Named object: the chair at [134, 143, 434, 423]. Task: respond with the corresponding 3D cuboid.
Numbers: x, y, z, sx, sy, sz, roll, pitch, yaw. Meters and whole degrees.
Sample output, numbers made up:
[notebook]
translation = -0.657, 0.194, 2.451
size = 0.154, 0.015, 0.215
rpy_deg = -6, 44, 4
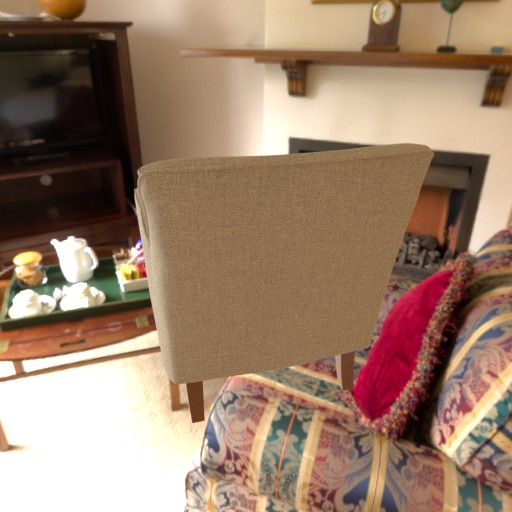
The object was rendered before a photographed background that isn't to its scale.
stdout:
[chair]
translation = 0.000, 0.000, 1.796
size = 0.887, 1.047, 0.993
rpy_deg = -7, 27, -14
